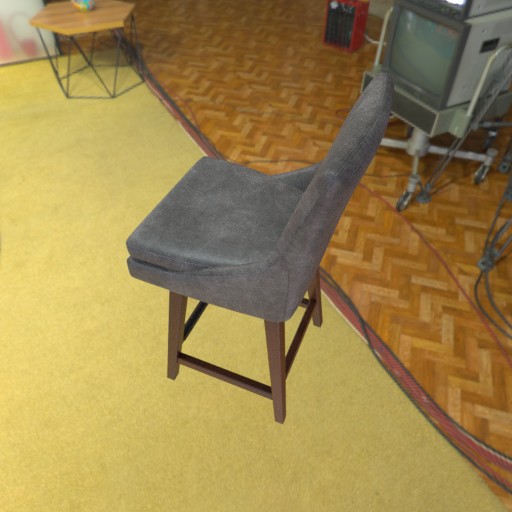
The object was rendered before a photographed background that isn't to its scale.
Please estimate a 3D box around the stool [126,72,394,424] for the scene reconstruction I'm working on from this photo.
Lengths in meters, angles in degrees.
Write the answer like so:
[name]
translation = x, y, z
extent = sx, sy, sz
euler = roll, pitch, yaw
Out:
[stool]
translation = 0.000, 0.000, 1.358
extent = 0.587, 1.046, 0.492
euler = 17, 48, 16
